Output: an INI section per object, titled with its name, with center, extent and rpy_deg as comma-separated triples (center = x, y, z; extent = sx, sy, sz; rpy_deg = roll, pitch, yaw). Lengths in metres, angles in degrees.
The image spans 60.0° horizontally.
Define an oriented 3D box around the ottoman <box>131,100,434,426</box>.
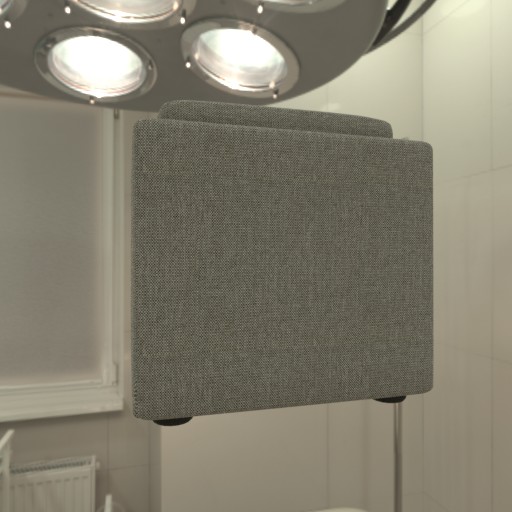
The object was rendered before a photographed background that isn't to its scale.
[ottoman]
center = 0.000, 0.000, 0.829
extent = 0.450, 0.460, 0.450
rpy_deg = 0, 0, -16
